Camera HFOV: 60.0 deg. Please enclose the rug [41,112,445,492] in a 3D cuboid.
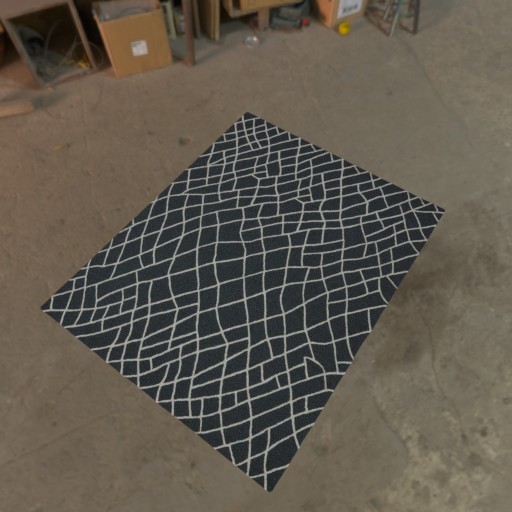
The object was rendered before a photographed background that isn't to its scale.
[{"bbox_3d":[0.000,0.000,4.109,2.439,0.022,3.047,31,64,18],"label":"rug"}]
